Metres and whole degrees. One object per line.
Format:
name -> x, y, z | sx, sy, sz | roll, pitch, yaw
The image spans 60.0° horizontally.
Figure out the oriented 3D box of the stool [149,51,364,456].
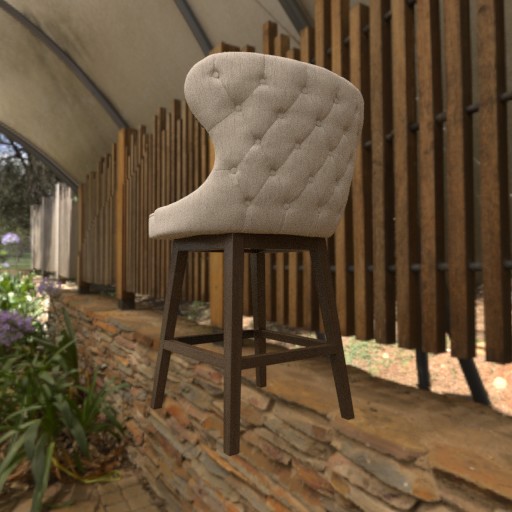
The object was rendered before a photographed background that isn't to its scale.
stool -> 0.000, 0.000, 1.359 | 0.615, 0.972, 0.597 | 1, -2, -37
